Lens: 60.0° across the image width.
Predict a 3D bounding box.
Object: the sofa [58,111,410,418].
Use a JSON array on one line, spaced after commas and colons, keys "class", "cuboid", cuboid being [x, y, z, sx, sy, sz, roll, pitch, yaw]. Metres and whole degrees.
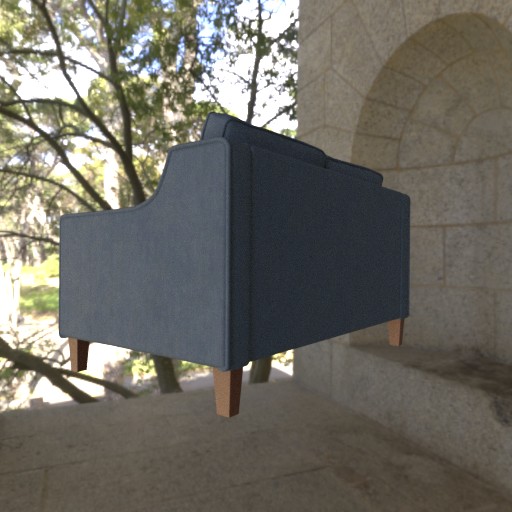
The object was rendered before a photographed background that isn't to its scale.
[{"class": "sofa", "cuboid": [0.000, 0.000, 2.160, 0.987, 0.971, 1.501, 0, 0, 38]}]
